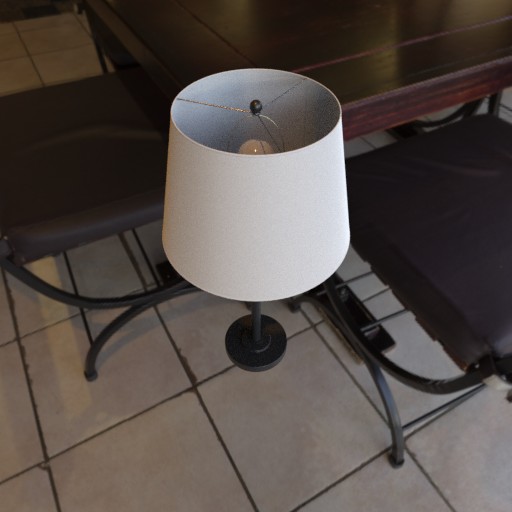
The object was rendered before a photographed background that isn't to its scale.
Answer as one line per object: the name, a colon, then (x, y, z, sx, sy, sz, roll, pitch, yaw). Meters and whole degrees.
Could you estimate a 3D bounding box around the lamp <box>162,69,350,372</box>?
lamp: (0.000, 0.000, 0.928, 0.363, 0.696, 0.363, 0, 47, 0)
